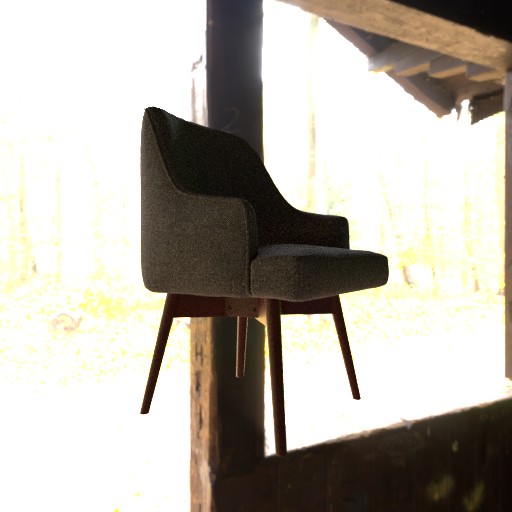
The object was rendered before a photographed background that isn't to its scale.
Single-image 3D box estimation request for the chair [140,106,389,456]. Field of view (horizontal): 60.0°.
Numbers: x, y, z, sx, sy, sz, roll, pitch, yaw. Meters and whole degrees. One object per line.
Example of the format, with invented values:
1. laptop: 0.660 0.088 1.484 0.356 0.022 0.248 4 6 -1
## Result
1. chair: 0.000 0.000 1.289 0.629 0.875 0.608 0 0 34
